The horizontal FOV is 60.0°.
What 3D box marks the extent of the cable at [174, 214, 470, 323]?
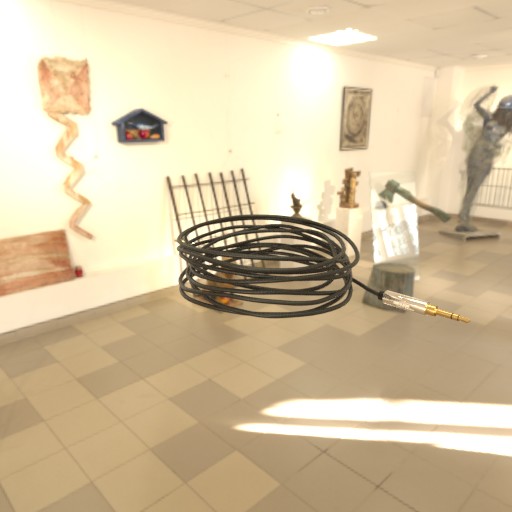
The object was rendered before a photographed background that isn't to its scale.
[{"bbox_3d":[0.000,0.000,0.497,0.198,0.069,0.432,-15,22,-42],"label":"cable"}]
